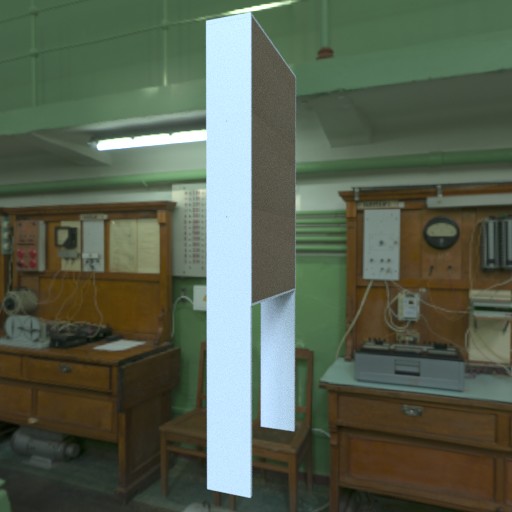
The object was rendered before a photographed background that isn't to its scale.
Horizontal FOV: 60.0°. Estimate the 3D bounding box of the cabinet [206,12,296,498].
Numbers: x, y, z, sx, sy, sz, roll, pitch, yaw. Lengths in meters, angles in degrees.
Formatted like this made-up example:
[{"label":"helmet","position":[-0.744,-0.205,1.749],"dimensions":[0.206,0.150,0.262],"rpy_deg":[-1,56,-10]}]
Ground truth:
[{"label":"cabinet","position":[0.000,0.000,1.949],"dimensions":[0.192,1.770,0.643],"rpy_deg":[0,1,20]}]
